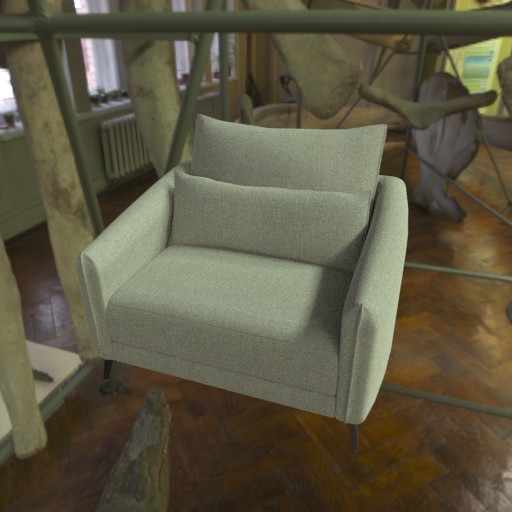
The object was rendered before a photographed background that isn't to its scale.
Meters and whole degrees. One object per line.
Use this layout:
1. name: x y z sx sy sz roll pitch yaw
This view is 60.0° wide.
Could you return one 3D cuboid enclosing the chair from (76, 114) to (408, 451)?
1. chair: 0.000 0.000 1.616 1.029 0.856 0.801 9 29 17
